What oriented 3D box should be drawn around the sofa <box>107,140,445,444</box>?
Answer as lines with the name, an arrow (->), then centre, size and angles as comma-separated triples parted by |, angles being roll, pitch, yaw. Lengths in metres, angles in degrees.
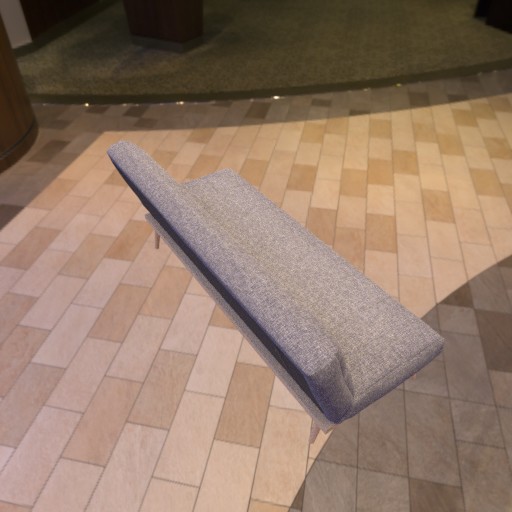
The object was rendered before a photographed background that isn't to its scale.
sofa -> 0.000, 0.000, 2.311 | 0.820, 0.770, 1.820 | -24, 47, -25
